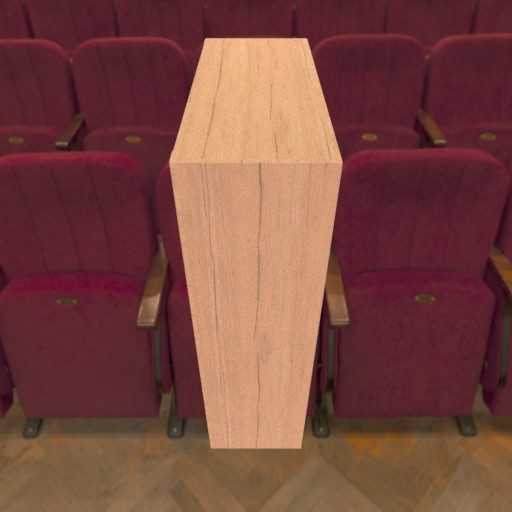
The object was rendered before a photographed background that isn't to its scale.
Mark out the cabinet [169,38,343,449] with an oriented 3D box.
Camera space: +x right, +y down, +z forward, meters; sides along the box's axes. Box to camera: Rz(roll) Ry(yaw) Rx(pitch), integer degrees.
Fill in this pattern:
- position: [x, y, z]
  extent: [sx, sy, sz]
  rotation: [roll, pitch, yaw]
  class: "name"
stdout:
- position: [0.000, 0.000, 2.685]
  extent: [0.580, 2.070, 1.400]
  rotation: [0, 41, 0]
  class: "cabinet"
